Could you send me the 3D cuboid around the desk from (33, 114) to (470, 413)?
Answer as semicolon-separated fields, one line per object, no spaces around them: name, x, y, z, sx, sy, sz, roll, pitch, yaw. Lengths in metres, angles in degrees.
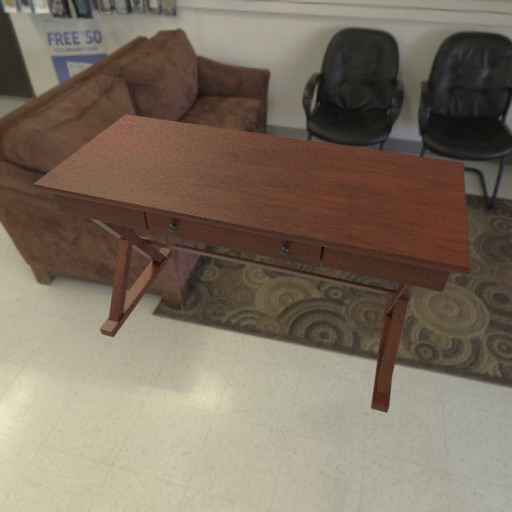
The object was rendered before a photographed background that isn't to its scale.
desk;0.000;0.000;1.782;1.372;0.761;0.600;12;42;13
